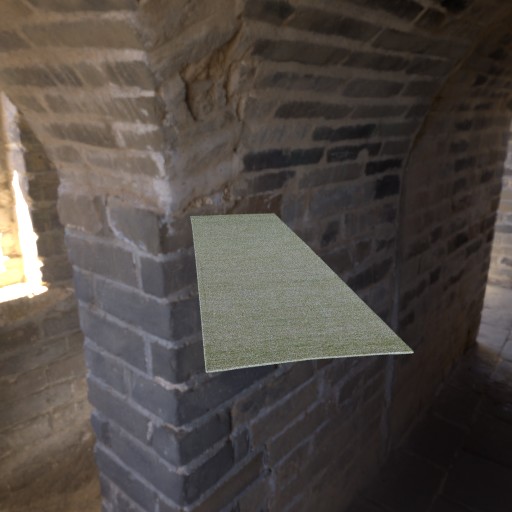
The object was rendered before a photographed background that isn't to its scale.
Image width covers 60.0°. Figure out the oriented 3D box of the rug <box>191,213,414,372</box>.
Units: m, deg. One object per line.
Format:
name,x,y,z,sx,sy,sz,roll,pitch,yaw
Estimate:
rug,0.000,0.000,2.503,0.686,0.013,2.340,-3,17,-9
